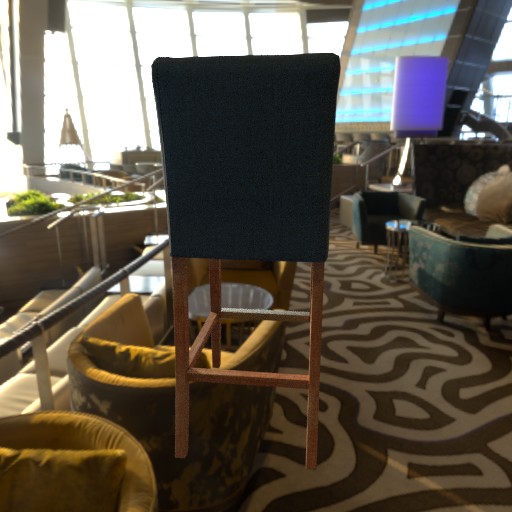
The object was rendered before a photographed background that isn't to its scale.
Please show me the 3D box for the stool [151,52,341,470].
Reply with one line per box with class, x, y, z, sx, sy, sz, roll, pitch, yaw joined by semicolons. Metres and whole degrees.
stool;0.000;0.000;1.391;0.454;1.088;0.574;2;16;7
